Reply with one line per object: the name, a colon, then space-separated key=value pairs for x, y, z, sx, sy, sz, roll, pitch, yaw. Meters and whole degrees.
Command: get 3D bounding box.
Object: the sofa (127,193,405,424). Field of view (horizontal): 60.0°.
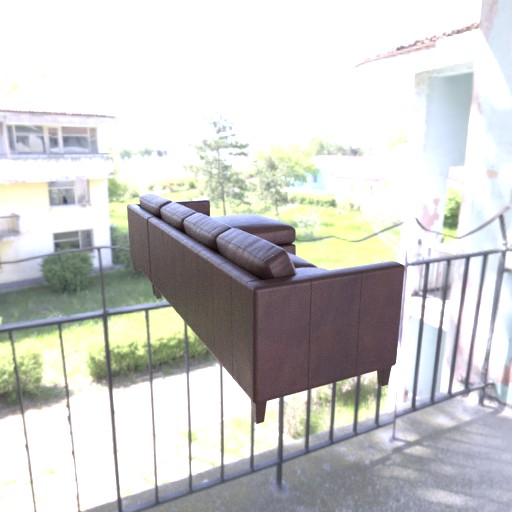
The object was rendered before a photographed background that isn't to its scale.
sofa: x=0.000 y=0.000 z=3.843 sx=1.581 sy=0.883 sz=3.203 roll=-7 pitch=16 yaw=-25
